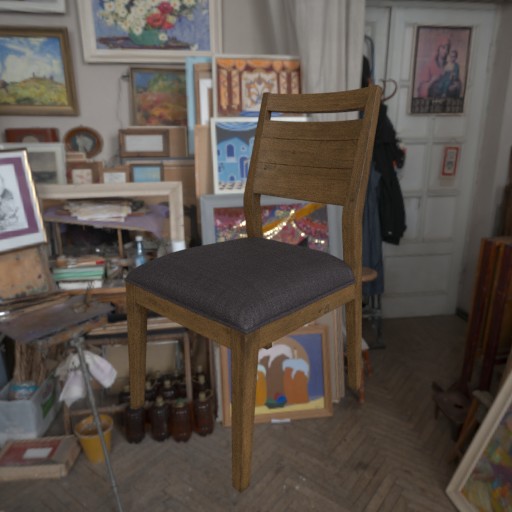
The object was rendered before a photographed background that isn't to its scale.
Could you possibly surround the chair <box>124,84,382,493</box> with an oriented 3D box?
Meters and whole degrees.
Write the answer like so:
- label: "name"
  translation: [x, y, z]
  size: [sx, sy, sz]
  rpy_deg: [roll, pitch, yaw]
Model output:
- label: "chair"
  translation: [0.000, 0.000, 1.289]
  size: [0.501, 0.939, 0.610]
  rpy_deg: [15, 22, 42]
